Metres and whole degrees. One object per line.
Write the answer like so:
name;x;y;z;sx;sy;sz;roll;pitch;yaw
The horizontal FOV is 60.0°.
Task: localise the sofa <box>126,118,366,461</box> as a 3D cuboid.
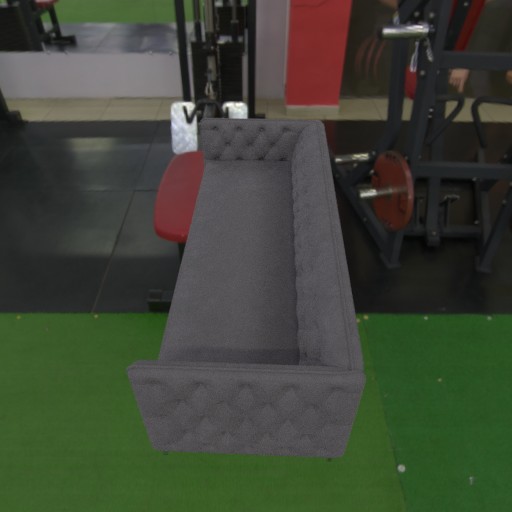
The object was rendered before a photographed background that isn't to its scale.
sofa;0.000;0.000;2.652;0.895;0.771;2.209;2;42;2
